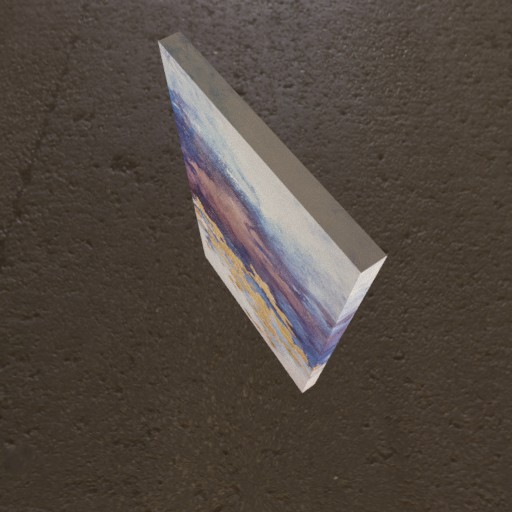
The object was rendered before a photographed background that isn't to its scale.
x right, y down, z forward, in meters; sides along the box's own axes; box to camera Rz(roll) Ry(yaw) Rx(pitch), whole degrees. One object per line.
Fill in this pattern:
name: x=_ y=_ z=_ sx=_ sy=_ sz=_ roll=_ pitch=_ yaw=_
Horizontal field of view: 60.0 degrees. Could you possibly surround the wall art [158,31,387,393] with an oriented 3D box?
wall art: x=0.000 y=0.000 z=1.113 sx=0.048 sy=0.874 sz=0.583 roll=-31 pitch=67 yaw=-15
